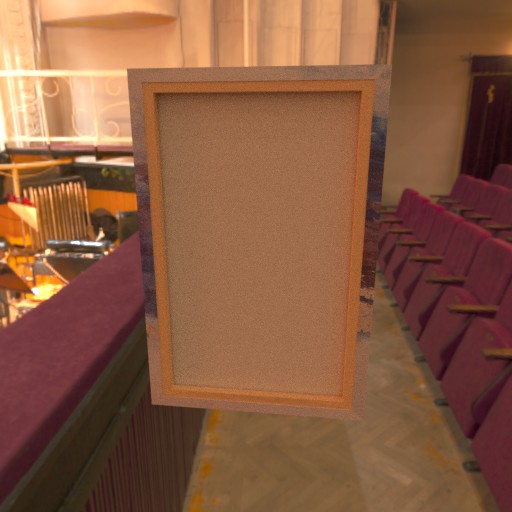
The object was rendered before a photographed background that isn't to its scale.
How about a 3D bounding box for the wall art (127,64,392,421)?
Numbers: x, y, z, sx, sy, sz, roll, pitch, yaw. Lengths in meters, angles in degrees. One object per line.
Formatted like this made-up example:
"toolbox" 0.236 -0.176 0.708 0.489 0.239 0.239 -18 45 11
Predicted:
"wall art" 0.000 0.000 1.111 0.583 0.874 0.048 2 16 7
